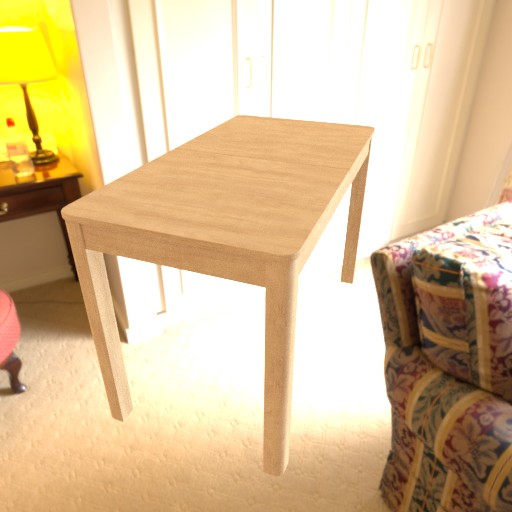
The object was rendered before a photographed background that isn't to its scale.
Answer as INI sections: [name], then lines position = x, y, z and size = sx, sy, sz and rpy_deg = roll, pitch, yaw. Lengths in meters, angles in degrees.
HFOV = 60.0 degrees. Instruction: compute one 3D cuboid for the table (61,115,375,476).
[table]
position = 0.000, 0.000, 1.995
size = 0.750, 0.900, 1.400
rpy_deg = 11, 32, 18
